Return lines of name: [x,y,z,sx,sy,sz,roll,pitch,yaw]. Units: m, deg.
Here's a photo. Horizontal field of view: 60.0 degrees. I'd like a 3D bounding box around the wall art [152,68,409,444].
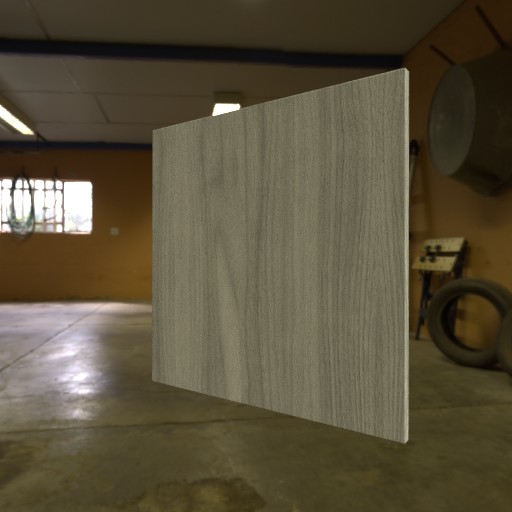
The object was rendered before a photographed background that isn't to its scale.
wall art: [0.000,0.000,0.753,0.508,0.507,0.016,0,0,36]
